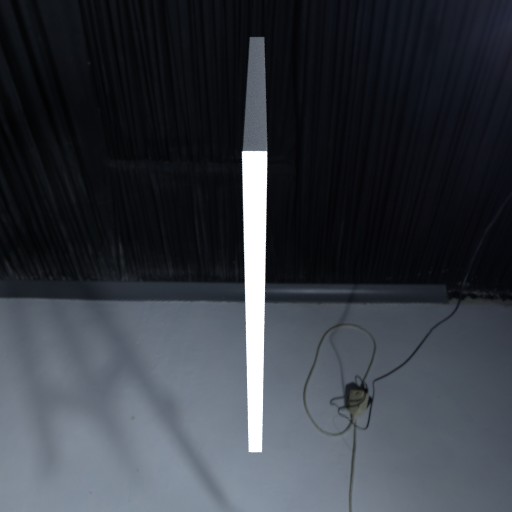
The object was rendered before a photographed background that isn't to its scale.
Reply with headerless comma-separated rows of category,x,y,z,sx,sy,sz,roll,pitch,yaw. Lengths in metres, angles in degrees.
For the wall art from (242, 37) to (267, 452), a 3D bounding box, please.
wall art,0.000,0.000,0.776,0.025,0.608,0.405,0,40,0
